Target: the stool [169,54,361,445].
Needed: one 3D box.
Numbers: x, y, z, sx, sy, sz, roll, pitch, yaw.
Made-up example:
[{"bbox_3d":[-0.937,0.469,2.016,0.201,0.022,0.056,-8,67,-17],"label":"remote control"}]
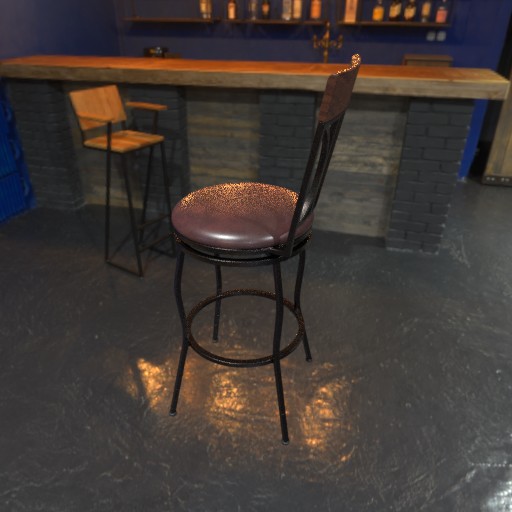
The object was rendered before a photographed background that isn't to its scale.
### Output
[{"bbox_3d":[0.000,0.000,1.387,0.513,1.130,0.448,8,30,15],"label":"stool"}]
